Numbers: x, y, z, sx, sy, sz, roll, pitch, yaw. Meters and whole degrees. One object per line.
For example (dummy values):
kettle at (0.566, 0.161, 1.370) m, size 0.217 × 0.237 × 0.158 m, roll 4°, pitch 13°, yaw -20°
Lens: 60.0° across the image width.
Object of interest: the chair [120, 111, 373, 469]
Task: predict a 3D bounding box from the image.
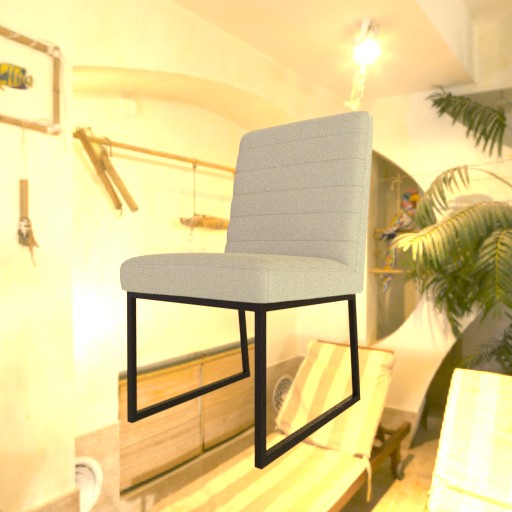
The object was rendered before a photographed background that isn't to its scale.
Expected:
chair at (0.000, 0.000, 1.346) m, size 0.520 × 0.930 × 0.634 m, roll 1°, pitch 1°, yaw 36°
